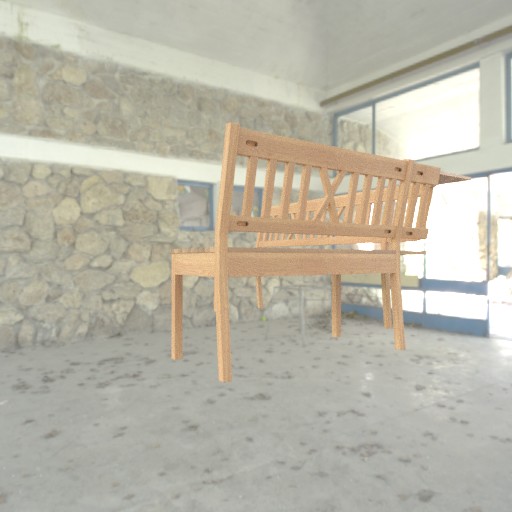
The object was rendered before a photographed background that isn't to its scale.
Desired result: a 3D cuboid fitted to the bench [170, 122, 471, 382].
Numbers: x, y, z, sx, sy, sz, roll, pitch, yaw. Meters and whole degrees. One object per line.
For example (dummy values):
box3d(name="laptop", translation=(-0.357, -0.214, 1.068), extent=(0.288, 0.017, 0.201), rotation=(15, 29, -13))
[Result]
box3d(name="bench", translation=(0.000, 0.000, 2.742), extent=(1.537, 0.902, 1.937), rotation=(0, -1, -34))
